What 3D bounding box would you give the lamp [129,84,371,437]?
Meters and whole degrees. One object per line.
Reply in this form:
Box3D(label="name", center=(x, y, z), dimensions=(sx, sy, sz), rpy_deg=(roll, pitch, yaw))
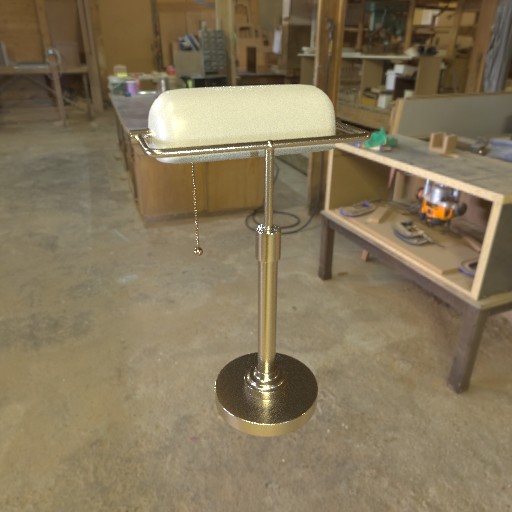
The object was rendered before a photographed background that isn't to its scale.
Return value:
Box3D(label="lamp", center=(0.000, 0.000, 0.572), dimensions=(0.269, 0.404, 0.227), rpy_deg=(-9, 28, -18))
